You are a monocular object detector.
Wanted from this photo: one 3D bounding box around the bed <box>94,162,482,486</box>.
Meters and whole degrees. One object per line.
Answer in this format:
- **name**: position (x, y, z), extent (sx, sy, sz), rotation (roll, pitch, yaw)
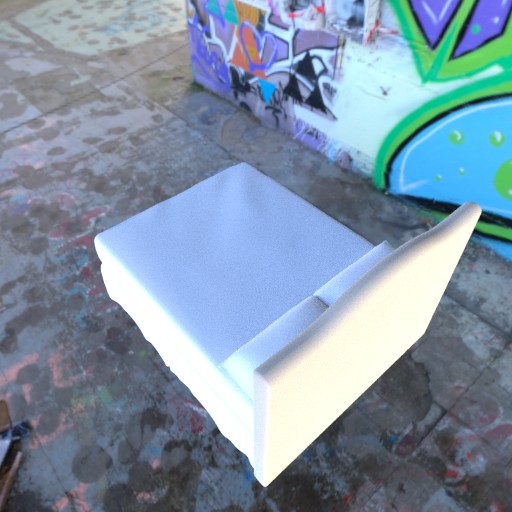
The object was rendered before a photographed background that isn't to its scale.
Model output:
- **bed**: position (0.000, 0.000, 3.099), extent (1.678, 1.398, 2.052), rotation (-32, 54, -28)
